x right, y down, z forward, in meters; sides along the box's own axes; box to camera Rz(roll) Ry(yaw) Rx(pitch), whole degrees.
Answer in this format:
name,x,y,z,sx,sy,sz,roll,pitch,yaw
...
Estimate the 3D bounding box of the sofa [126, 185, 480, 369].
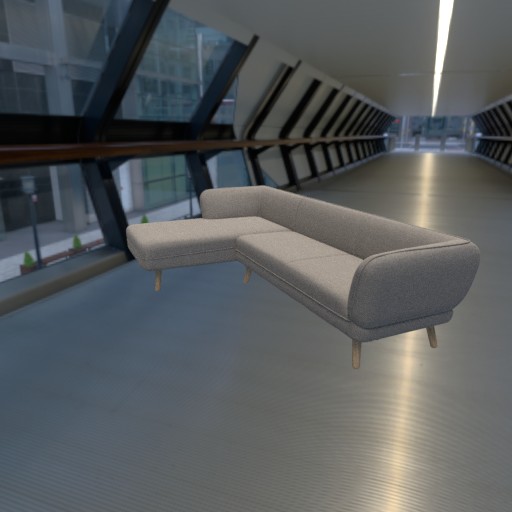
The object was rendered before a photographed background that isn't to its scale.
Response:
name,x,y,z,sx,sy,sz,roll,pitch,yaw
sofa,0.000,0.000,3.336,1.532,0.693,2.653,-7,18,-24
